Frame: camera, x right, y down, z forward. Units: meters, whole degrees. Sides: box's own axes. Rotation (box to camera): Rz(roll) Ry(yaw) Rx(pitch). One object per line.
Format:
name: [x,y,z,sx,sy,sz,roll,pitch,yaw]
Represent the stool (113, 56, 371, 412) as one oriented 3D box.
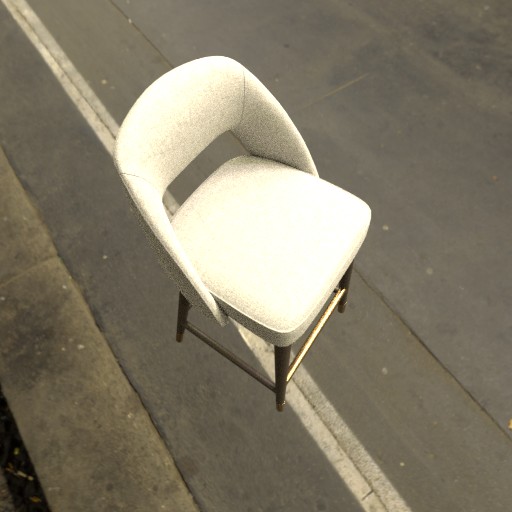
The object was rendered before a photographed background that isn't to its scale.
stool: [0.000,0.000,1.242,0.509,0.940,0.494,30,63,17]
